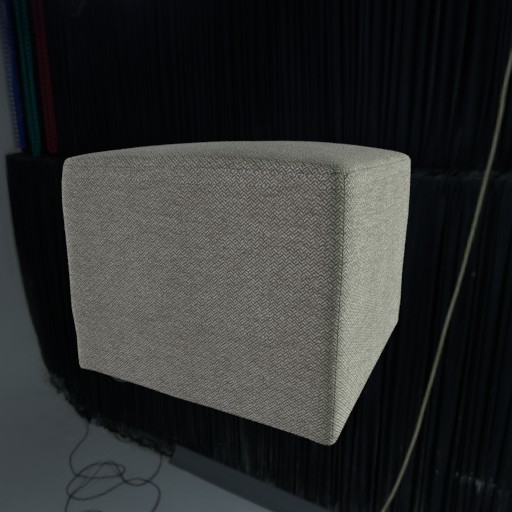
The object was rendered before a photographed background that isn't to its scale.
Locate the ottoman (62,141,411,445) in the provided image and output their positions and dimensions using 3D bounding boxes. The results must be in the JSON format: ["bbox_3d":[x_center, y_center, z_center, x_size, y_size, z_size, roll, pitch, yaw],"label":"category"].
[{"bbox_3d":[0.000,0.000,0.903,0.512,0.453,0.519,7,16,26],"label":"ottoman"}]
